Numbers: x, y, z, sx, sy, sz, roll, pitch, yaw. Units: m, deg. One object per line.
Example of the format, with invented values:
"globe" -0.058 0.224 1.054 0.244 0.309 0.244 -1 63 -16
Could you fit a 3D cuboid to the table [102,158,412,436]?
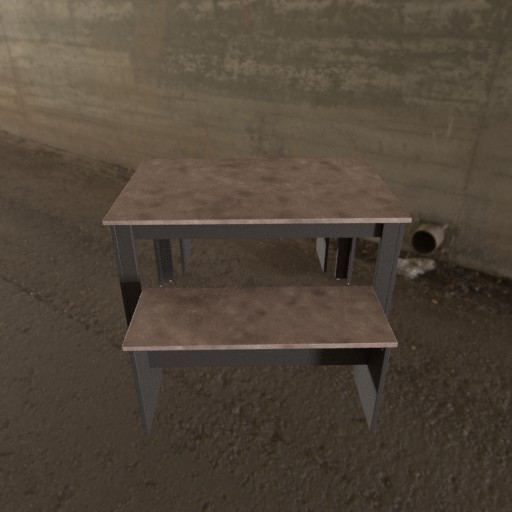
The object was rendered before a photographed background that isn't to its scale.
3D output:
"table" 0.000 0.000 2.057 1.100 0.700 1.443 -1 29 -1
